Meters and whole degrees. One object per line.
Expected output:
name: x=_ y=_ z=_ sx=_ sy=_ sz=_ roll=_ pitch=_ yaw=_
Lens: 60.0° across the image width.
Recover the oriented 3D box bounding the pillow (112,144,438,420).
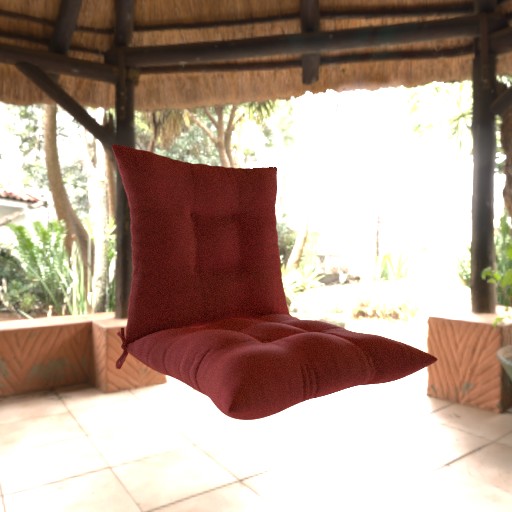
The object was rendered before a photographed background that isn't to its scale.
pillow: x=0.000 y=0.000 z=1.001 sx=0.541 sy=0.536 sz=0.585 roll=0 pitch=1 yaw=-35
